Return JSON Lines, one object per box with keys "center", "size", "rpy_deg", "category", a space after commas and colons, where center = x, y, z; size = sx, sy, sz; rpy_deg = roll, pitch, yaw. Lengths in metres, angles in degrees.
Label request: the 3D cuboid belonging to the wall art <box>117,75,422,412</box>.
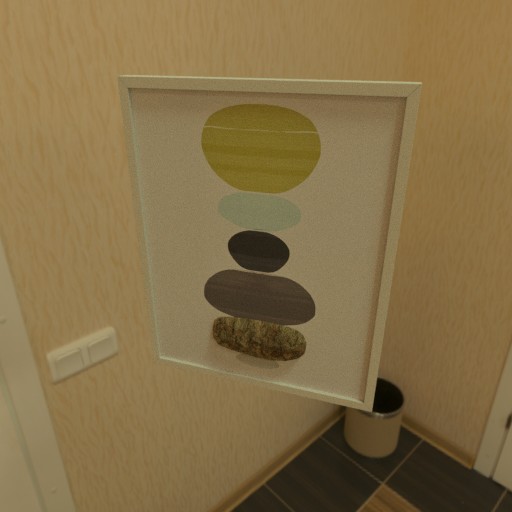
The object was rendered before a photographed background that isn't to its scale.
{"center": [0.000, 0.000, 1.028], "size": [0.611, 0.763, 0.055], "rpy_deg": [8, 27, 16], "category": "wall art"}
